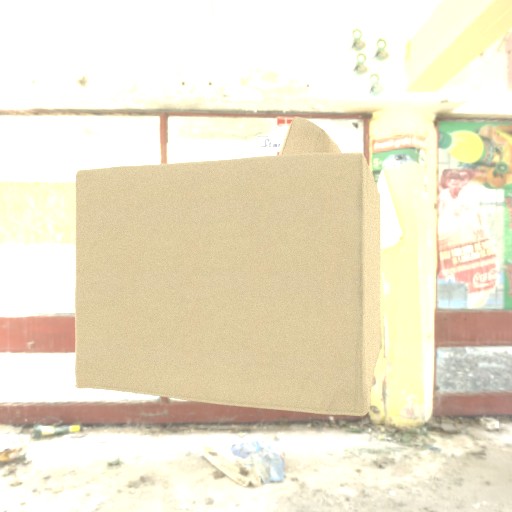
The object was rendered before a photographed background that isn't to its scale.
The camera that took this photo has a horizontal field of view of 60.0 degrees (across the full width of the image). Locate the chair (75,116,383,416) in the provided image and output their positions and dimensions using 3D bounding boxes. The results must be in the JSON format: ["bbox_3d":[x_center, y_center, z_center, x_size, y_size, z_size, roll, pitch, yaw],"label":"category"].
[{"bbox_3d":[0.000,0.000,1.780,0.947,0.851,1.057,0,0,18],"label":"chair"}]
